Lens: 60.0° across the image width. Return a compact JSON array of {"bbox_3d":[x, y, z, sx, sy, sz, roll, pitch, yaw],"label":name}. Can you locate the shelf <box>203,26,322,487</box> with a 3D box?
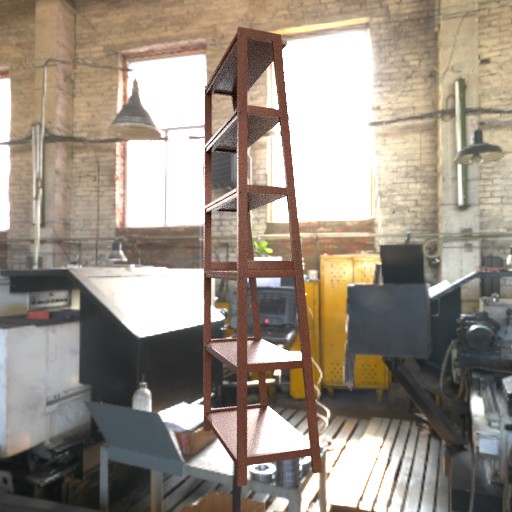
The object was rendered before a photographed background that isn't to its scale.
[{"bbox_3d":[0.000,0.000,2.193,0.382,1.892,0.660,0,-1,-19],"label":"shelf"}]
